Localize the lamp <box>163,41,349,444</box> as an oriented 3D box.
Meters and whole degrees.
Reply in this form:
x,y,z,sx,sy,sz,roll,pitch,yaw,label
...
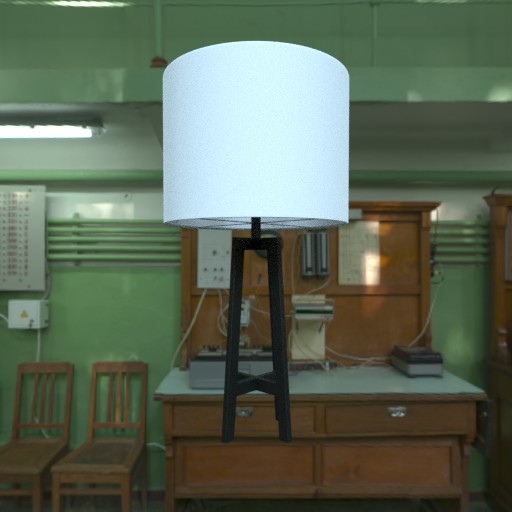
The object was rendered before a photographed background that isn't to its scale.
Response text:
x,y,z,sx,sy,sz,roll,pitch,yaw,label
0.000,0.000,0.625,0.257,0.489,0.257,0,0,-1,lamp
